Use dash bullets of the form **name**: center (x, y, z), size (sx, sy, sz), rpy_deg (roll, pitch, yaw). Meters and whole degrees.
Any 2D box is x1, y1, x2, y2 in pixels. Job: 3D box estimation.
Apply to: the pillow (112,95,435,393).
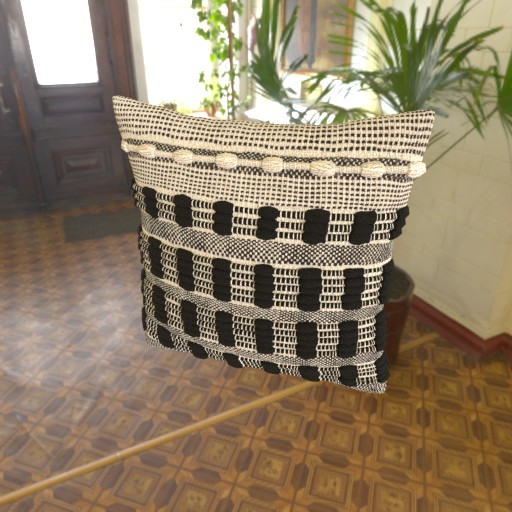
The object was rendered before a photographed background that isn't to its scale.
- **pillow**: center (0.000, 0.000, 0.663), size (0.436, 0.438, 0.156), rpy_deg (8, 28, 16)
